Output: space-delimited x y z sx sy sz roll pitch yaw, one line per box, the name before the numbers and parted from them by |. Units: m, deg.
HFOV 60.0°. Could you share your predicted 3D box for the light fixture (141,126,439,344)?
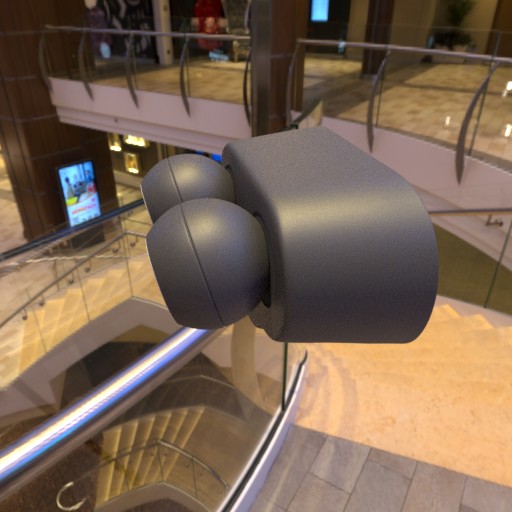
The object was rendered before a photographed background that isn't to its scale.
light fixture | 0.000 0.000 0.343 0.159 0.159 0.229 -7 31 -12
